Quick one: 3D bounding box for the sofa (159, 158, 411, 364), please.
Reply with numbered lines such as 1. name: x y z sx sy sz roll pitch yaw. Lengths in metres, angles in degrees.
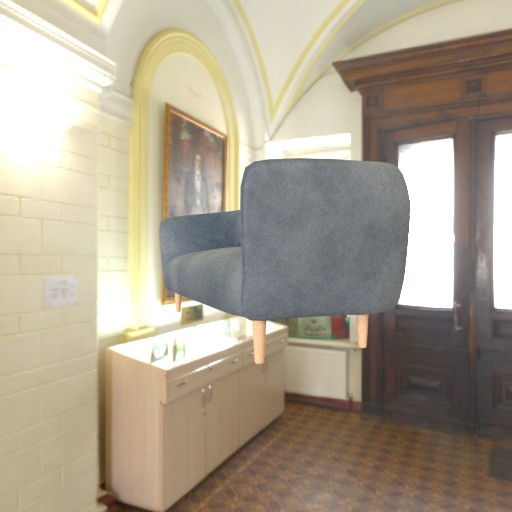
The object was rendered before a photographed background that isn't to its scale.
1. sofa: 0.000 0.000 2.506 0.849 0.795 2.095 0 -1 -20
